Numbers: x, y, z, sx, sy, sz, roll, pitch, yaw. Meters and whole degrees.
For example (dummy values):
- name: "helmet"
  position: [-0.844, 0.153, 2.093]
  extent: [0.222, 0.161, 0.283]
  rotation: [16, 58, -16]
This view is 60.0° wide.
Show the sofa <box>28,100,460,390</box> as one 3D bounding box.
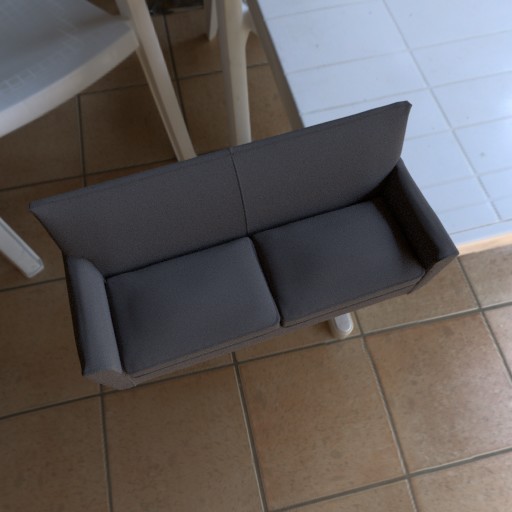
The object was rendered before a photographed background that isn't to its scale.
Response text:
- name: "sofa"
  position: [0.000, 0.000, 2.458]
  extent: [2.002, 0.907, 0.843]
  rotation: [-17, 66, -8]
